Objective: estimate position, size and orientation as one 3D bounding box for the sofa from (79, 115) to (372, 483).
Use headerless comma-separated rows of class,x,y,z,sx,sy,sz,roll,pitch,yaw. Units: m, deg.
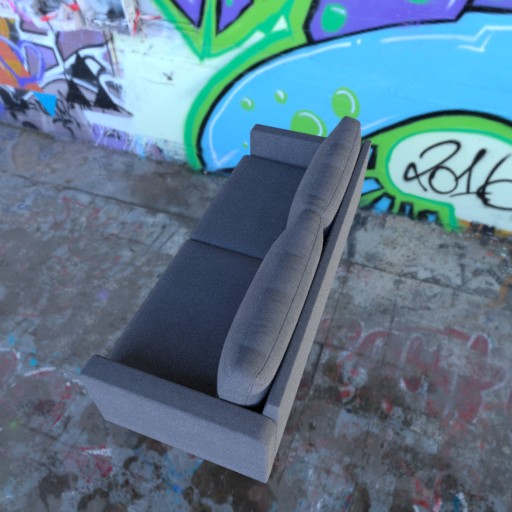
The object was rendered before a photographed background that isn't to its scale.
sofa,0.000,0.000,2.538,0.880,0.880,2.100,15,49,14
